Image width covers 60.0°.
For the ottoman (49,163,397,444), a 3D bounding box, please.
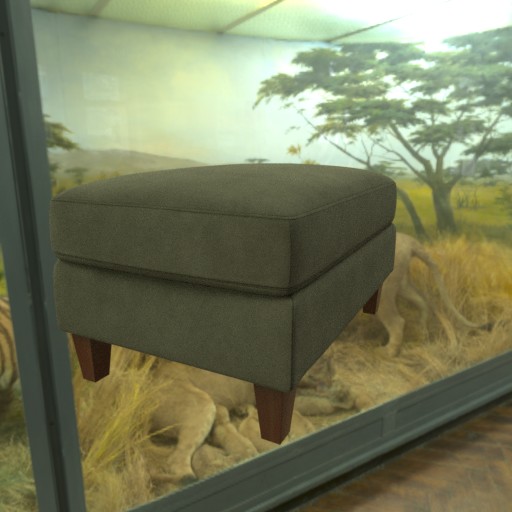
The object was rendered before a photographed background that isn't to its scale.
[{"bbox_3d":[0.000,0.000,1.195,0.584,0.483,0.864,7,16,27],"label":"ottoman"}]
